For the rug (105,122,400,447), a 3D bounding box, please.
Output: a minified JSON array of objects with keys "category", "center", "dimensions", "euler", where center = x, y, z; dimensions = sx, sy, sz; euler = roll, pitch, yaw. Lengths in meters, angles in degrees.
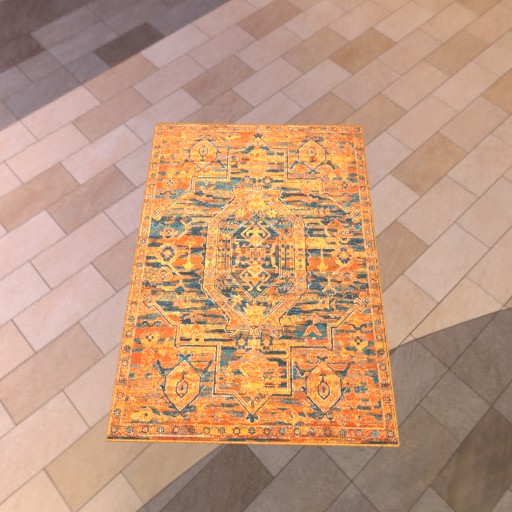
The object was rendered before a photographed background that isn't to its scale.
[{"category":"rug","center":[0.000,0.000,3.722],"dimensions":[2.043,0.019,2.916],"euler":[1,63,0]}]
